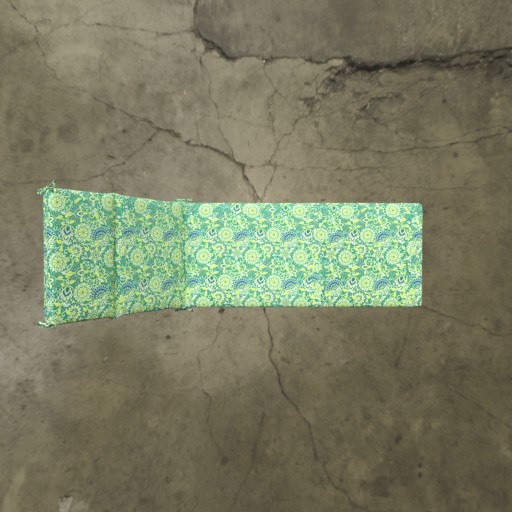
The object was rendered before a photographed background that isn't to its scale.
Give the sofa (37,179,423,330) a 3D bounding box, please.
[{"bbox_3d":[0.000,0.000,1.954,1.663,0.622,0.582,0,91,0],"label":"sofa"}]
